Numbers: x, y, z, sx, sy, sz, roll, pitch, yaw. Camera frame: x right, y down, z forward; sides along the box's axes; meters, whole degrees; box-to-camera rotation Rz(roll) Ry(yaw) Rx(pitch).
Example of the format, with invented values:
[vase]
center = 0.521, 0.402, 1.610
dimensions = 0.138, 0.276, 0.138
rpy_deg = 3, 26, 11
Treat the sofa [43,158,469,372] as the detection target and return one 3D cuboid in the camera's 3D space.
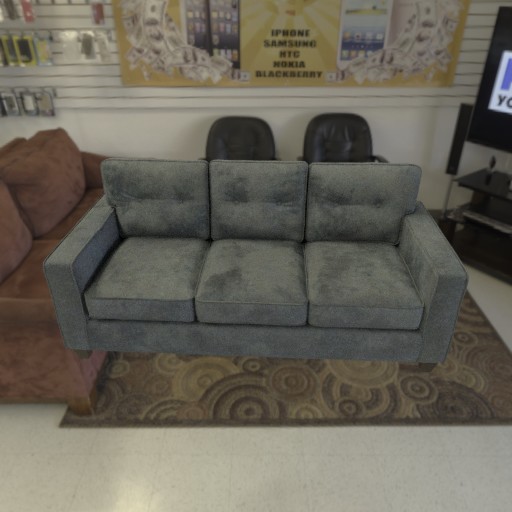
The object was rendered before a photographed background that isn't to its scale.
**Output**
[sofa]
center = 0.000, 0.000, 2.637
dimensions = 2.133, 0.965, 0.939
rpy_deg = 2, 31, 3
